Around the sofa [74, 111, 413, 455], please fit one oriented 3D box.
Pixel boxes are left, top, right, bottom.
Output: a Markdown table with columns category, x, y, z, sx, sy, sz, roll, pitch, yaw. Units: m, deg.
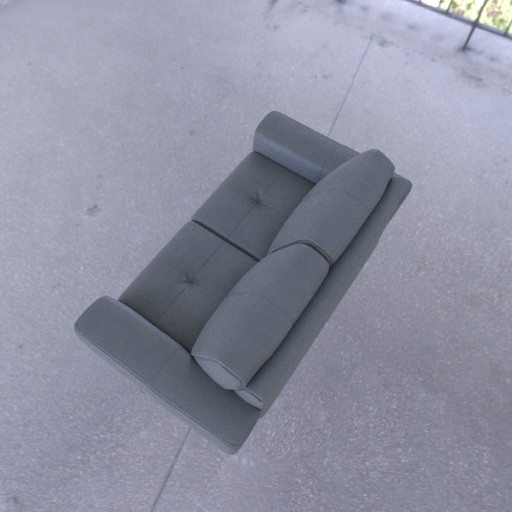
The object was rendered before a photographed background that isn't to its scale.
| category | x | y | z | sx | sy | sz | roll | pitch | yaw |
| --- | --- | --- | --- | --- | --- | --- | --- | --- | --- |
| sofa | 0.000 | 0.000 | 2.445 | 1.018 | 0.907 | 1.806 | 32 | 67 | 15 |
